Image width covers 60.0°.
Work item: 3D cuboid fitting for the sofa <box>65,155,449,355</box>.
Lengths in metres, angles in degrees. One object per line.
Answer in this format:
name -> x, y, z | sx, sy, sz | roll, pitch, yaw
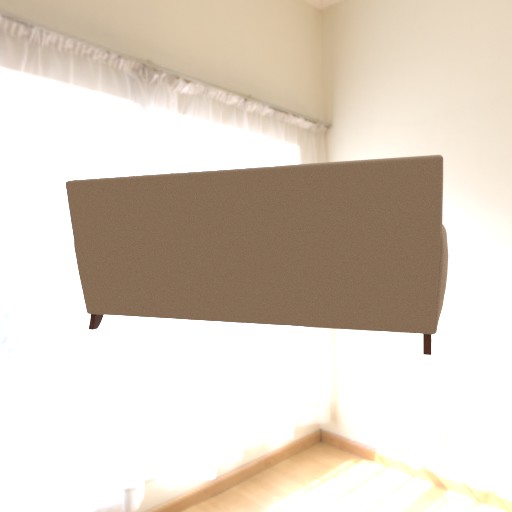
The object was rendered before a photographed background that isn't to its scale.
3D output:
sofa -> 0.000, 0.000, 2.505 | 2.000, 0.846, 0.875 | 0, 1, 20
